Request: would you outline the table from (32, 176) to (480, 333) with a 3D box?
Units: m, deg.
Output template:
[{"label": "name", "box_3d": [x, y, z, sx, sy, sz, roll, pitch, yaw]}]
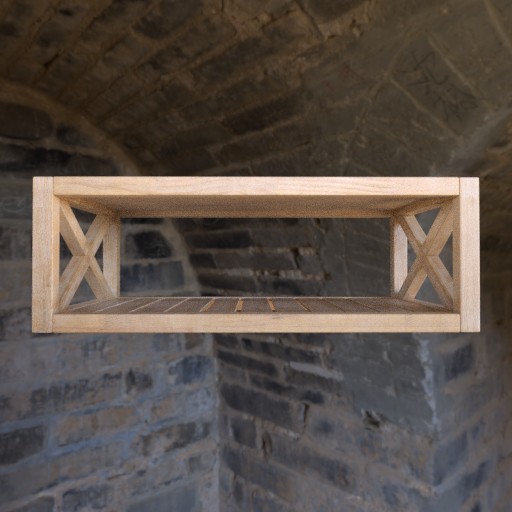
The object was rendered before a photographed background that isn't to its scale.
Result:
[{"label": "table", "box_3d": [0.000, 0.000, 1.625, 1.321, 0.457, 0.660, 0, -1, 0]}]
